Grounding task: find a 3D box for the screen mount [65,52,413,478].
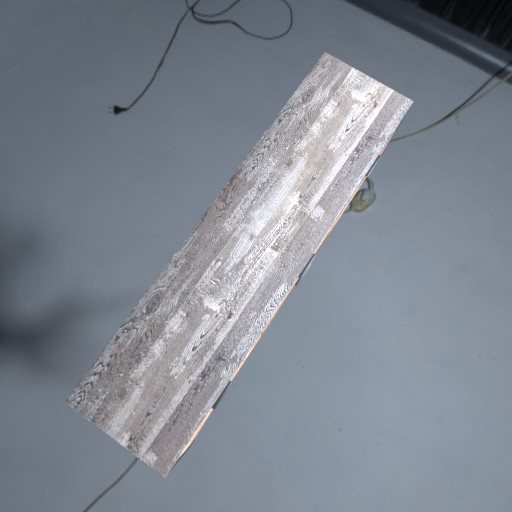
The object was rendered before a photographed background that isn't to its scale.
[{"bbox_3d":[0.000,0.000,1.714,0.395,0.450,1.524,33,78,8],"label":"screen mount"}]
